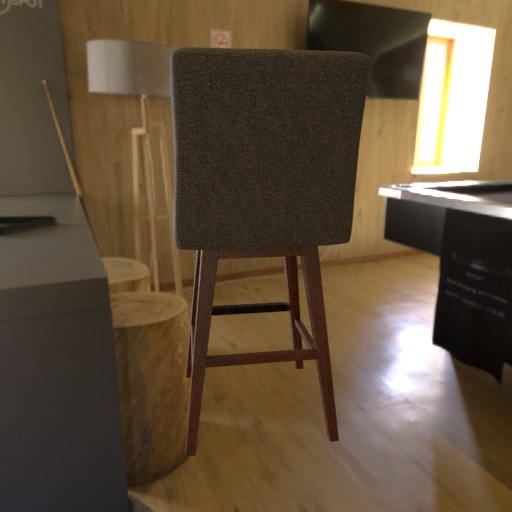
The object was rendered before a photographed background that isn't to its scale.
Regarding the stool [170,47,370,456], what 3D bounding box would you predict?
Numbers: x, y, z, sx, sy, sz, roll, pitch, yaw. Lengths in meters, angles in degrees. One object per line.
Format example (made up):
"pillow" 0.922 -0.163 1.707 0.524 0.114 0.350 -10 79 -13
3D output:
"stool" 0.000 0.000 1.343 0.489 1.068 0.572 -2 16 -8
